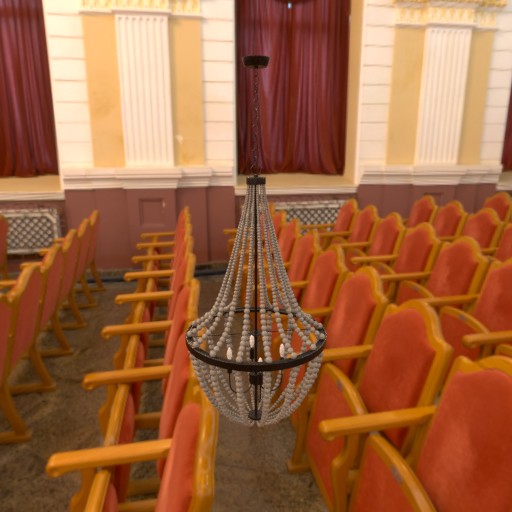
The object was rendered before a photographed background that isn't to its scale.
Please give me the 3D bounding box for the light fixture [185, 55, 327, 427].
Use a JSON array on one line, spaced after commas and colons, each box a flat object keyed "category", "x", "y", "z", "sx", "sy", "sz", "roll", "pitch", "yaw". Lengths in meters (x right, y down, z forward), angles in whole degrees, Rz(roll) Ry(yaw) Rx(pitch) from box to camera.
[{"category": "light fixture", "x": 0.000, "y": 0.000, "z": 1.368, "sx": 0.450, "sy": 1.133, "sz": 0.450, "roll": 0, "pitch": 14, "yaw": 0}]
